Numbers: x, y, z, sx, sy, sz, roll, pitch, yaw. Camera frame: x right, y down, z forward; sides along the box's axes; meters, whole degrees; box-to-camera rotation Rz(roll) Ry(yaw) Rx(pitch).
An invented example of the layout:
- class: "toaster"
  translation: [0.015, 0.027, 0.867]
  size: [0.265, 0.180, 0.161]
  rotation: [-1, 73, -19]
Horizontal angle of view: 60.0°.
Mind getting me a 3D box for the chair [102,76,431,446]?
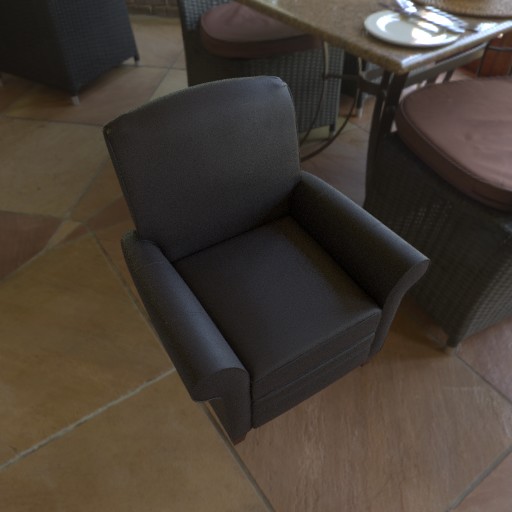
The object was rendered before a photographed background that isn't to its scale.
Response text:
- class: "chair"
  translation: [0.000, 0.000, 1.755]
  size: [0.978, 1.061, 0.902]
  rotation: [-24, 50, -22]
